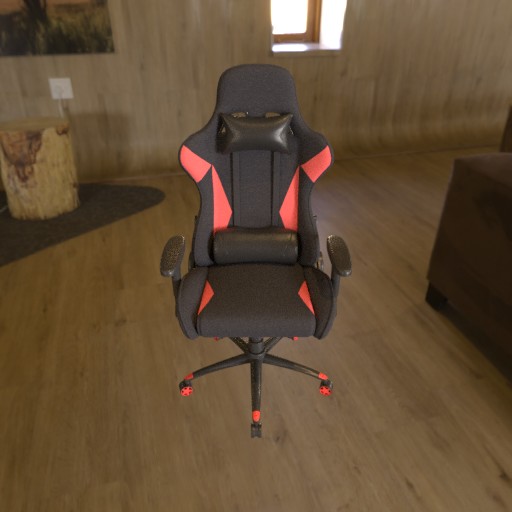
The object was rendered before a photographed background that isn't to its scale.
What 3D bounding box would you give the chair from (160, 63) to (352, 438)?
[{"bbox_3d":[0.000,0.000,1.726,0.695,1.326,0.658,0,30,0],"label":"chair"}]
